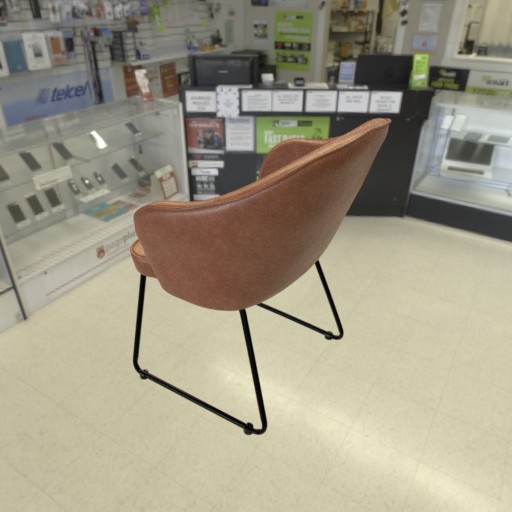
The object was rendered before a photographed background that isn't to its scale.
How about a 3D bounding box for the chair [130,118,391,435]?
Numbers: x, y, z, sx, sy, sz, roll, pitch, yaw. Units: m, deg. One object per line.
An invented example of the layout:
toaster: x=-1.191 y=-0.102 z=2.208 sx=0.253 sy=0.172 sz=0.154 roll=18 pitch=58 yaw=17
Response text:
chair: x=0.000 y=0.000 z=1.192 sx=0.580 sy=0.785 sz=0.582 roll=20 pitch=36 yaw=29
